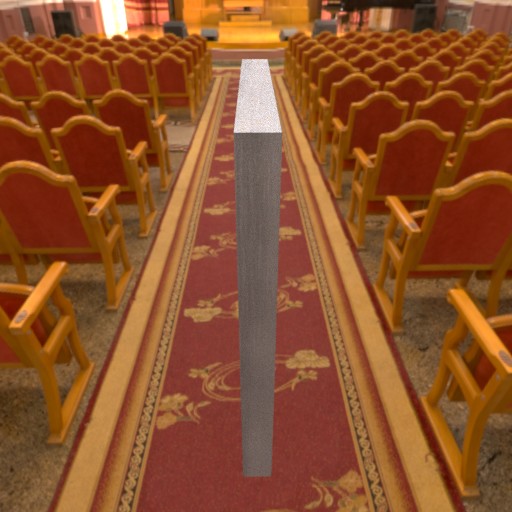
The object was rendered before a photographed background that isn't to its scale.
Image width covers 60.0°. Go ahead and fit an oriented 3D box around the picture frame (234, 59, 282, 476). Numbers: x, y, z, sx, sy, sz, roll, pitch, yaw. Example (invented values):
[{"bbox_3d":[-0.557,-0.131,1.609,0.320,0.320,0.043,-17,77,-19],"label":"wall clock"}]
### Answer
[{"bbox_3d":[0.000,0.000,0.755,0.046,0.555,0.449,0,32,0],"label":"picture frame"}]
